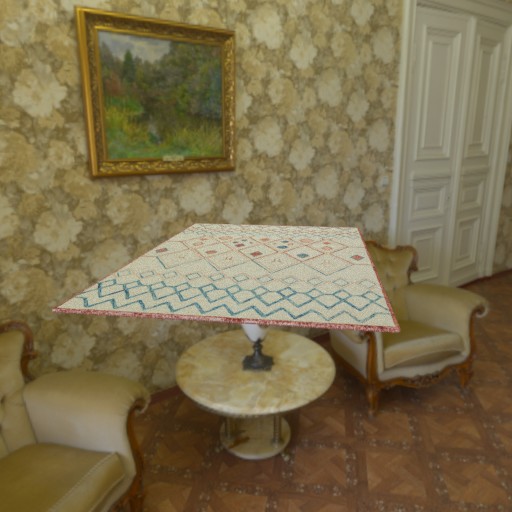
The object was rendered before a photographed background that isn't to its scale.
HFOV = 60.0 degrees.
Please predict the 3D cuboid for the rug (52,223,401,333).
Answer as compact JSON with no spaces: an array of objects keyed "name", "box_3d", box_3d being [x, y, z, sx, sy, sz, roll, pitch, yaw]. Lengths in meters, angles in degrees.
[{"name":"rug","box_3d":[0.000,0.000,2.390,1.219,0.016,1.829,2,14,8]}]
